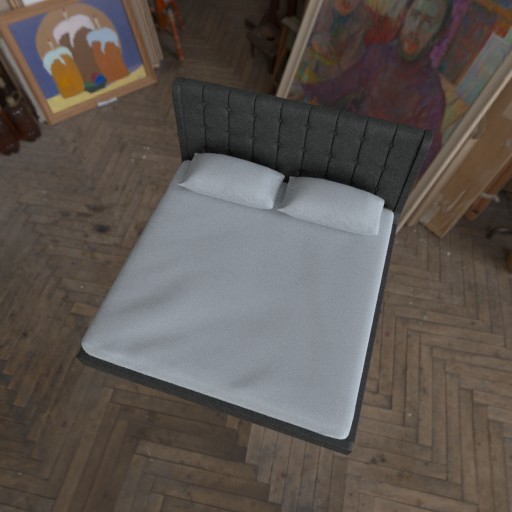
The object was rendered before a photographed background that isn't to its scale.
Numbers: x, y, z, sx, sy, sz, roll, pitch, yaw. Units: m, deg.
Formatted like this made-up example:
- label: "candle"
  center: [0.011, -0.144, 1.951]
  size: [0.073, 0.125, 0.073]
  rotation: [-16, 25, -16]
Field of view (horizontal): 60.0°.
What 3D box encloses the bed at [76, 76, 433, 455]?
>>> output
- label: "bed"
  center: [0.000, 0.000, 3.157]
  size: [1.903, 1.158, 2.031]
  rotation: [16, 59, 10]
